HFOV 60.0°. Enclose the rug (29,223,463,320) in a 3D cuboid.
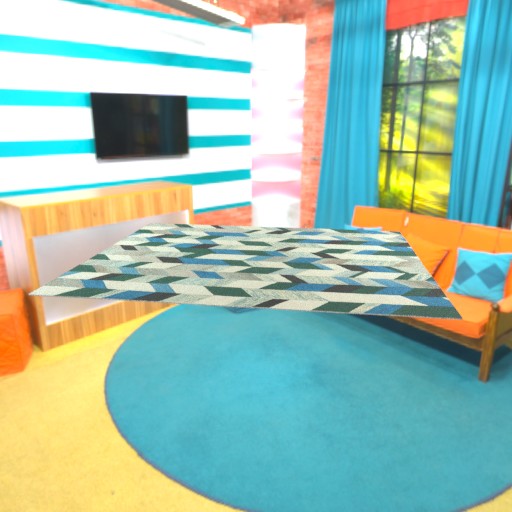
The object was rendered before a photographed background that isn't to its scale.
[{"bbox_3d":[0.000,0.000,4.194,3.036,0.008,2.440,2,17,8],"label":"rug"}]
